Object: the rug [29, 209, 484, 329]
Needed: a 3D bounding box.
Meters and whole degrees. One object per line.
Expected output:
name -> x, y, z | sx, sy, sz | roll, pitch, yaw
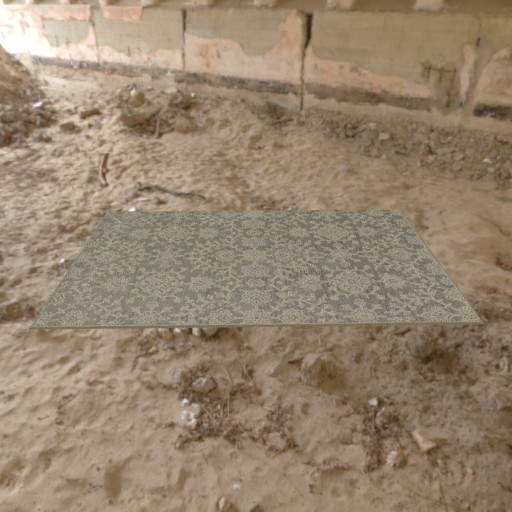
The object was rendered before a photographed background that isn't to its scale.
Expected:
rug -> 0.000, 0.000, 3.022 | 2.430, 0.010, 1.515 | -1, 30, -1
